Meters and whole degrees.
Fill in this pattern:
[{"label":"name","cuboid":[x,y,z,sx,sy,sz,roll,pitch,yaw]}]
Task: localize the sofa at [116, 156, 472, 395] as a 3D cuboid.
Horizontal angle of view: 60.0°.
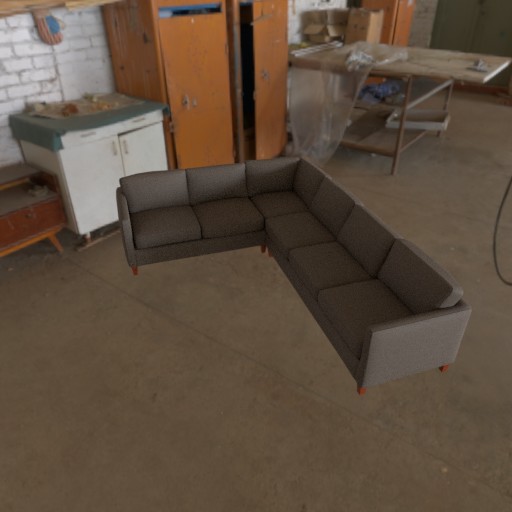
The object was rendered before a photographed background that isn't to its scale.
[{"label":"sofa","cuboid":[0.000,0.000,4.565,2.593,0.947,3.302,-10,34,-15]}]
